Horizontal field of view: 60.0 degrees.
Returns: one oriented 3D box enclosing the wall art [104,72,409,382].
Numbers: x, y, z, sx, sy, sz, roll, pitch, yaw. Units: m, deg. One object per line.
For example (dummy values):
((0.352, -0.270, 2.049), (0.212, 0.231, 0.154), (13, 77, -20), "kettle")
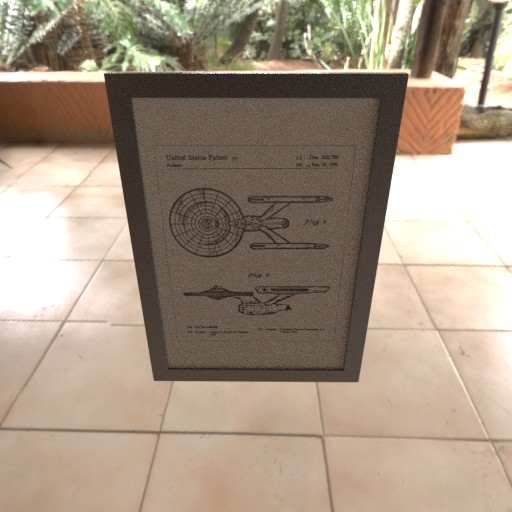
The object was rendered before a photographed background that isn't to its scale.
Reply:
((0.000, 0.000, 0.685), (0.376, 0.529, 0.013), (0, 31, 0), "wall art")
